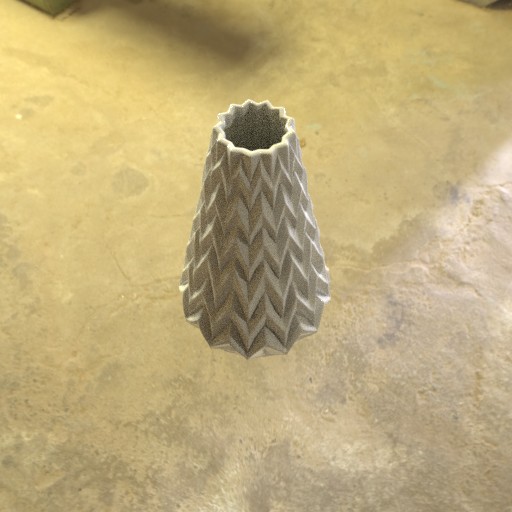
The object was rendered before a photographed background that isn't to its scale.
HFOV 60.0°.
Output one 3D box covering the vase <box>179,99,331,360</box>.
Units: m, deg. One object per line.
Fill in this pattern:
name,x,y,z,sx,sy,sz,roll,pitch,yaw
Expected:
vase,0.000,0.000,0.433,0.167,0.328,0.167,0,59,0
